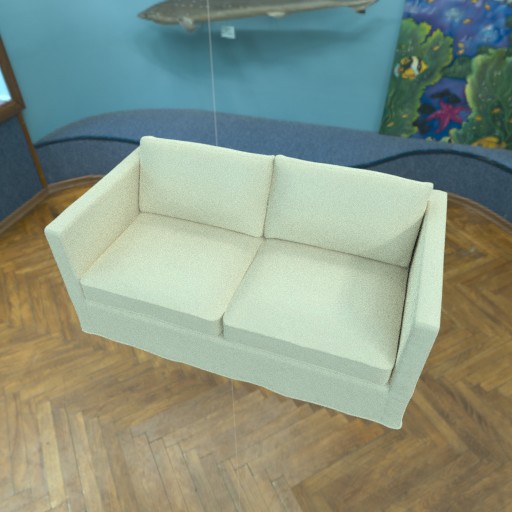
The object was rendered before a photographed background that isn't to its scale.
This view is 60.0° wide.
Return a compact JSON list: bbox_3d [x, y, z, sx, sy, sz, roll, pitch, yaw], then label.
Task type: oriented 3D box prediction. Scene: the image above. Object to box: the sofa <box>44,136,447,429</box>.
[{"bbox_3d":[0.000,0.000,2.295,1.746,0.834,0.962,13,43,15],"label":"sofa"}]
